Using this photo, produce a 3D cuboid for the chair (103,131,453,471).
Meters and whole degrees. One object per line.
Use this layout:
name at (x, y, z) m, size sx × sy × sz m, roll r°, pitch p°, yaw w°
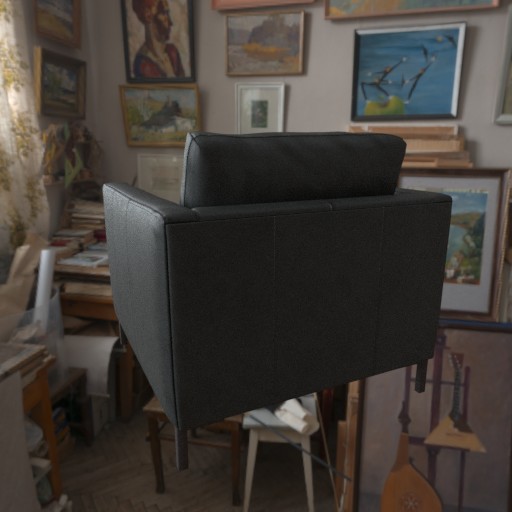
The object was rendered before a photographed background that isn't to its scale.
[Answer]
chair at (0.000, 0.000, 1.474) m, size 0.967 × 0.824 × 0.861 m, roll -7°, pitch 16°, yaw -25°
